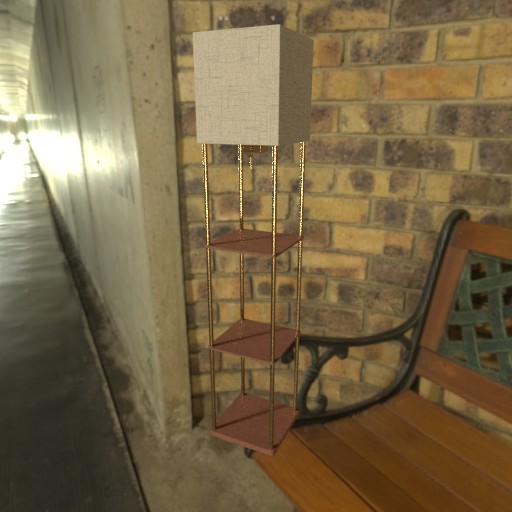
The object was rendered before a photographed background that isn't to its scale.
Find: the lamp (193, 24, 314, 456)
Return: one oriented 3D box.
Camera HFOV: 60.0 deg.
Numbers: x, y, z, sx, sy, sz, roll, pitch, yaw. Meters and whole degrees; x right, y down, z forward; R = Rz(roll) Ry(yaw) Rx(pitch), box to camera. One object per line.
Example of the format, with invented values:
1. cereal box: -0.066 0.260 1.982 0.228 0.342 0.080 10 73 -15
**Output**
1. lamp: 0.000 0.000 1.745 0.308 1.569 0.310 8 19 24
